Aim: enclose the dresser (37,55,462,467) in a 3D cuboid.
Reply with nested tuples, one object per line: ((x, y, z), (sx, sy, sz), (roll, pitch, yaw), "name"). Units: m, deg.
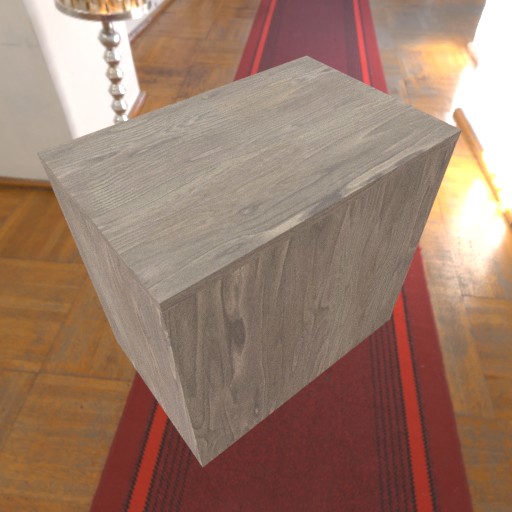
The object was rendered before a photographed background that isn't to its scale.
((0.000, 0.000, 1.282), (0.809, 0.762, 0.529), (-30, 54, -25), "dresser")
